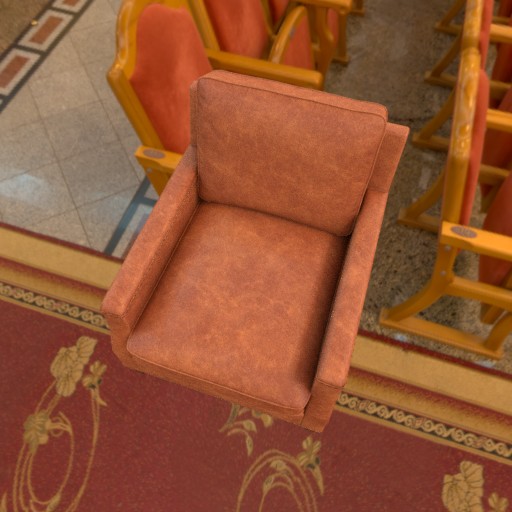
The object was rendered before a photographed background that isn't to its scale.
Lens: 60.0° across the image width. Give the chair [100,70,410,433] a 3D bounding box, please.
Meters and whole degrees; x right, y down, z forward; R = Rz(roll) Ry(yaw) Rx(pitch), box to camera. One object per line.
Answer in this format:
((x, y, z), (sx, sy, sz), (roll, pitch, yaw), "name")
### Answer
((0.000, 0.000, 1.703), (0.853, 0.943, 1.014), (16, 60, 9), "chair")
